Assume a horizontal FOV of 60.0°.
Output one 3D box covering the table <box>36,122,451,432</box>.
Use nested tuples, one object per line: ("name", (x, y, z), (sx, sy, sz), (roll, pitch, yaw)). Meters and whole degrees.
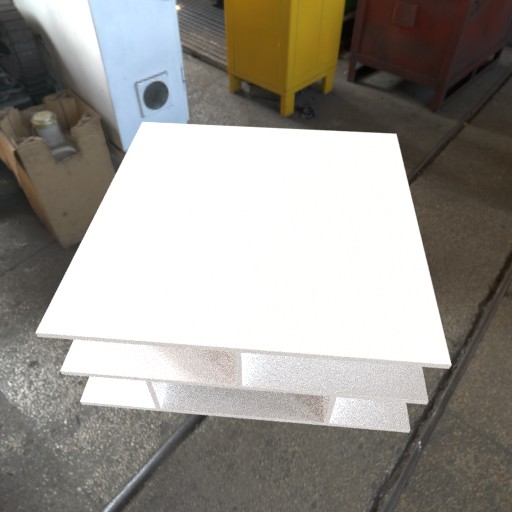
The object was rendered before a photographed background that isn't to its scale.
("table", (0.000, 0.000, 1.085), (0.700, 0.289, 0.700), (4, 47, 3))
